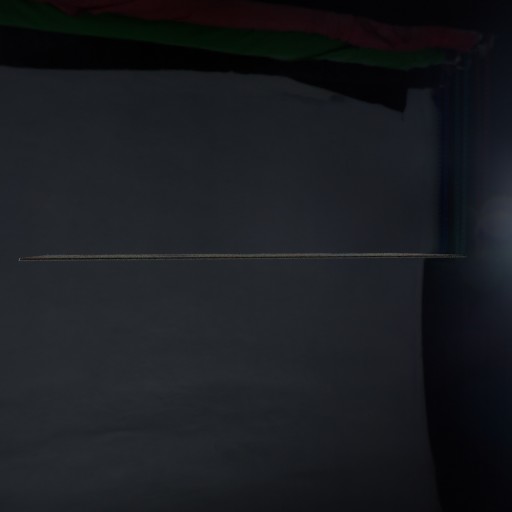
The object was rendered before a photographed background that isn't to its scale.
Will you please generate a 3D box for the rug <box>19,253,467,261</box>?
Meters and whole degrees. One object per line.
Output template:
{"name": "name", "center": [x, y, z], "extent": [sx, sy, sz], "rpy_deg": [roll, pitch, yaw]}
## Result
{"name": "rug", "center": [0.000, 0.000, 2.522], "extent": [2.287, 0.011, 0.687], "rpy_deg": [0, 1, -16]}
